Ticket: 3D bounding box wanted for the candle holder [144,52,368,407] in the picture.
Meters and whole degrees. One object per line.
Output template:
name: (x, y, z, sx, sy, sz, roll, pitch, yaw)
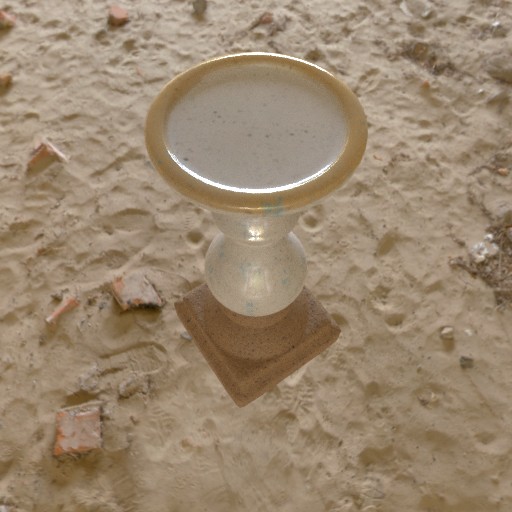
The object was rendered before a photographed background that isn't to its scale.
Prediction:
candle holder: (0.000, 0.000, 0.302, 0.110, 0.239, 0.110, -31, 63, -17)
